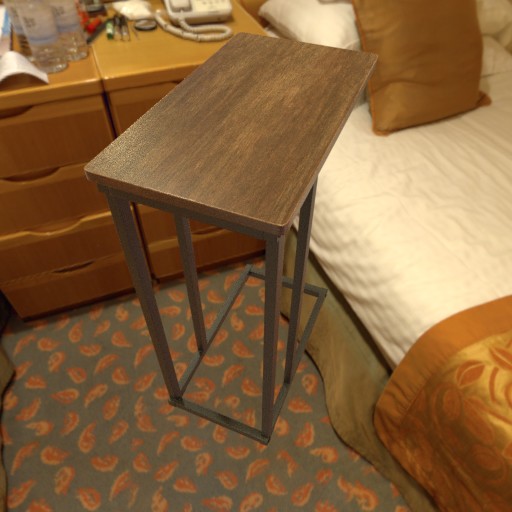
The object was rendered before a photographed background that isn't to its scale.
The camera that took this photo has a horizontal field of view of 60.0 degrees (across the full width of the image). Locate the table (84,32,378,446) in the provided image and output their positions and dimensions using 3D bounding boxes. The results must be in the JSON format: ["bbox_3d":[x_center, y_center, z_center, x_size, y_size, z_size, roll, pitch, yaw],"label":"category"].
[{"bbox_3d":[0.000,0.000,0.858,0.254,0.637,0.450,17,49,15],"label":"table"}]
